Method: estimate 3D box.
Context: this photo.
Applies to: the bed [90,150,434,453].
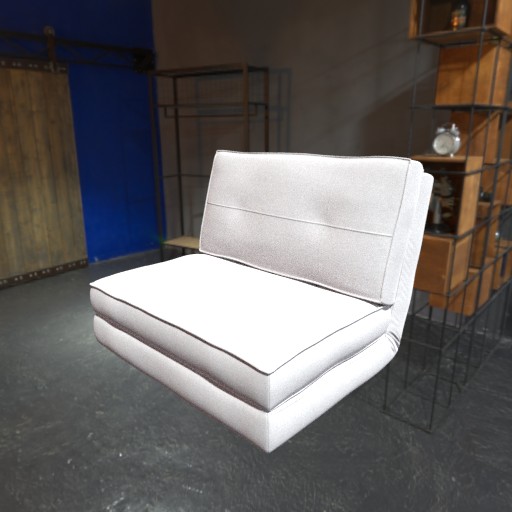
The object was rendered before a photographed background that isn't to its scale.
[{"bbox_3d":[0.000,0.000,1.372,0.799,0.614,0.749,15,22,42],"label":"bed"}]
